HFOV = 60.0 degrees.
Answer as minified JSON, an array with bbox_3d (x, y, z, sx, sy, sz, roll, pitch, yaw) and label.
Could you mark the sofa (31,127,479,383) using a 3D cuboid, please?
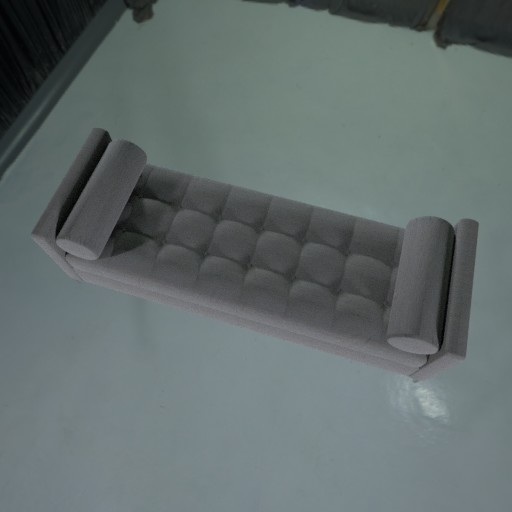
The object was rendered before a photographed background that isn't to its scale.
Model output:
[{"bbox_3d":[0.000,0.000,2.321,1.981,0.635,0.686,15,65,7],"label":"sofa"}]
